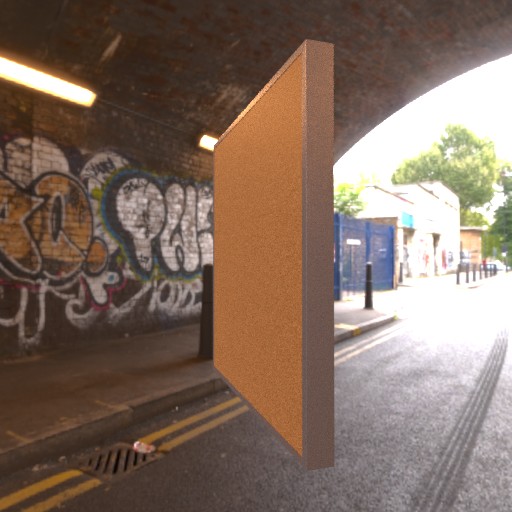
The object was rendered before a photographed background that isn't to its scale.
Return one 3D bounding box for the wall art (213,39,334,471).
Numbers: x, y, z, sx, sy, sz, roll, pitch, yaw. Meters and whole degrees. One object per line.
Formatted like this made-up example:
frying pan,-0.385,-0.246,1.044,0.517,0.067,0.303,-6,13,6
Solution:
wall art,0.000,0.000,0.527,0.028,0.349,0.349,0,-1,-18
